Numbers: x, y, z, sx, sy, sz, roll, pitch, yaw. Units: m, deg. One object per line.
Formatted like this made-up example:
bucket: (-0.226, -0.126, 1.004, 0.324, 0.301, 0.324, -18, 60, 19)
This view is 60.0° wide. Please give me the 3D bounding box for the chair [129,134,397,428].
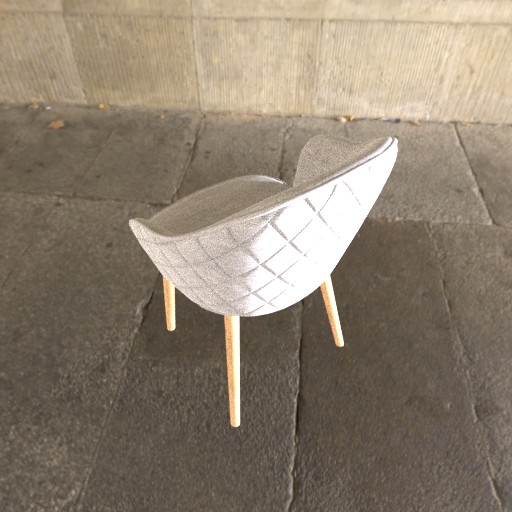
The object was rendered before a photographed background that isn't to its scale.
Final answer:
chair: (0.000, 0.000, 1.137, 0.540, 0.800, 0.530, -30, 52, -26)
